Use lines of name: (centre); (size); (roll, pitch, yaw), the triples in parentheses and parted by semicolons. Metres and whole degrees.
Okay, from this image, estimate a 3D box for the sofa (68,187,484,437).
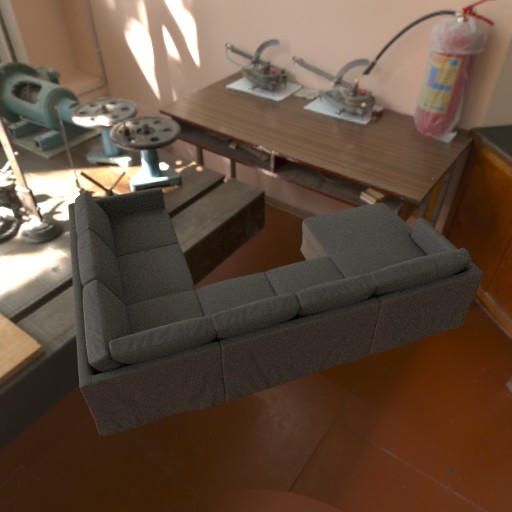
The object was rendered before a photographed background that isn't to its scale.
sofa: (0.000, 0.000, 4.521); (3.528, 0.878, 2.476); (-13, 42, -15)
